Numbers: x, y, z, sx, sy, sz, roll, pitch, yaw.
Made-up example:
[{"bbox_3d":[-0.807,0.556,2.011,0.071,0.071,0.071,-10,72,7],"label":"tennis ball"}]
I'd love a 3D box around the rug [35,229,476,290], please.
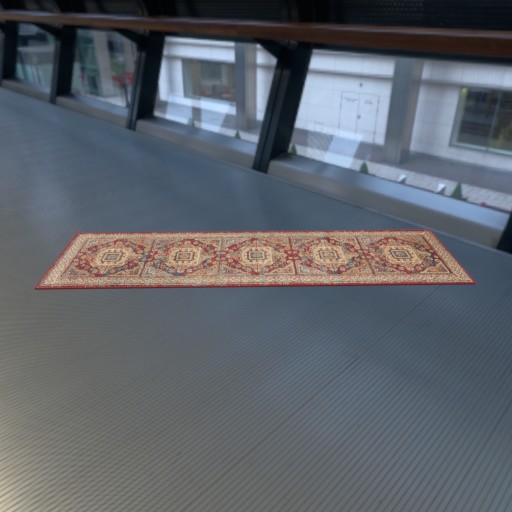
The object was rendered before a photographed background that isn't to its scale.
[{"bbox_3d":[0.000,0.000,2.587,2.292,0.015,0.659,-1,28,-1],"label":"rug"}]
